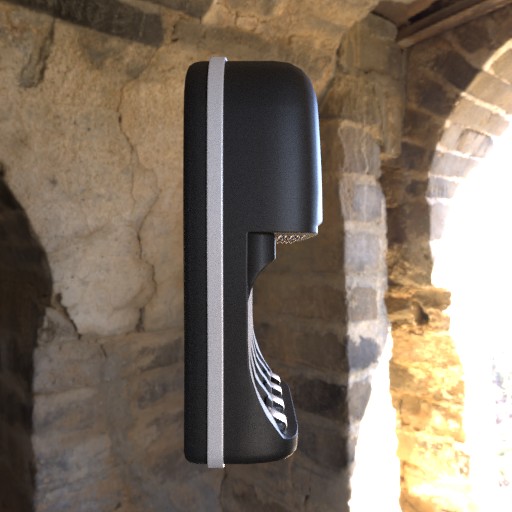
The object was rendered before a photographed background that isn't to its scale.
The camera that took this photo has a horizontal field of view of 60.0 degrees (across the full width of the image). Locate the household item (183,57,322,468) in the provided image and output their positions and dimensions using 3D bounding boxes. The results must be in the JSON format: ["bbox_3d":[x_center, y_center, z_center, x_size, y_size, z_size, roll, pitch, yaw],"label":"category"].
[{"bbox_3d":[0.000,0.000,0.147,0.038,0.114,0.070,0,0,1],"label":"household item"}]
